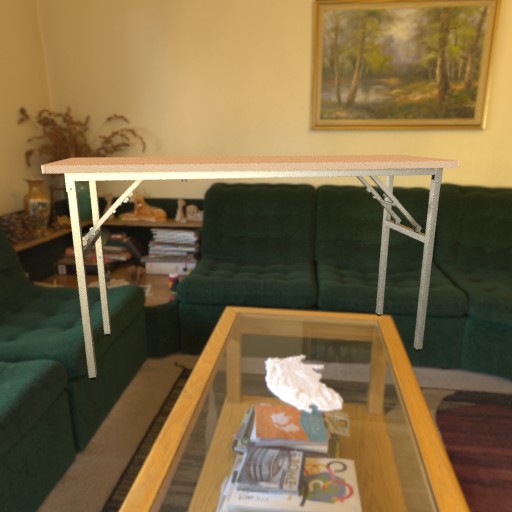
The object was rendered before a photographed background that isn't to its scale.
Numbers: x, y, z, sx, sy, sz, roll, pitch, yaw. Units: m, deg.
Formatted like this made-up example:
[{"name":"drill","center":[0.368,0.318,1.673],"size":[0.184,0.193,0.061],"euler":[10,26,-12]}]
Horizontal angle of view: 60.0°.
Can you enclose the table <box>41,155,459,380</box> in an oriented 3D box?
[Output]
[{"name":"table","center":[0.000,0.000,1.753],"size":[1.397,0.750,0.446],"euler":[-3,16,-9]}]
